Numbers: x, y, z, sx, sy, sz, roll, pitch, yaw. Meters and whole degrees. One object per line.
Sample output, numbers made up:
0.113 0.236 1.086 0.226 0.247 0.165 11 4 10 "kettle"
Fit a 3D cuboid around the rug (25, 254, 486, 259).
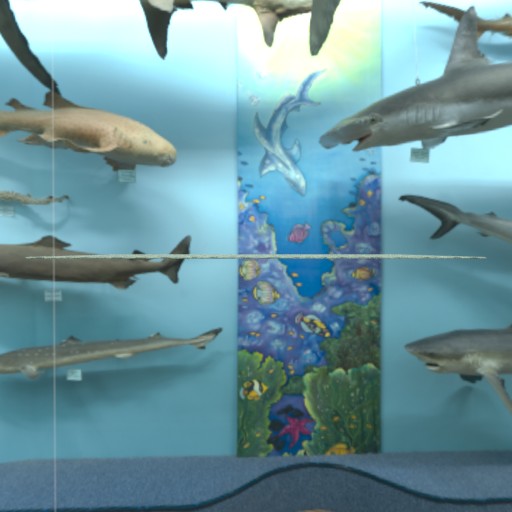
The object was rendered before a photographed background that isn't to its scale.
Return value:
0.000 0.000 2.096 1.652 0.006 1.035 0 1 1 "rug"
